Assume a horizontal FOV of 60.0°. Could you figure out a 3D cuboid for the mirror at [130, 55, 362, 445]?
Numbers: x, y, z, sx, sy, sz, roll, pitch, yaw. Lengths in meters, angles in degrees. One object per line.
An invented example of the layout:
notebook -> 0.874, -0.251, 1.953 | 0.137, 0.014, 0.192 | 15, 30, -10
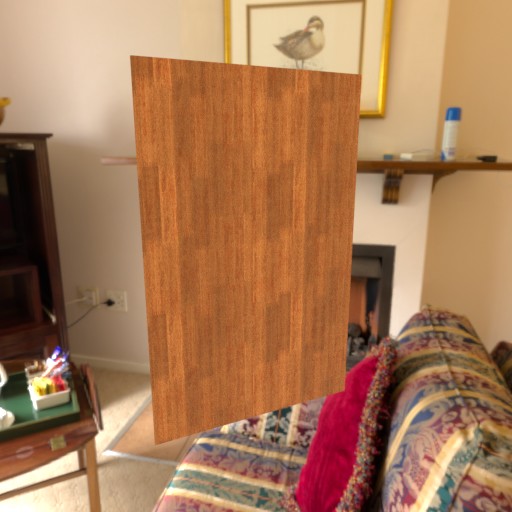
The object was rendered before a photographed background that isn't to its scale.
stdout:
mirror -> 0.000, 0.000, 1.275 | 0.651, 1.010, 0.047 | -7, 16, -25
